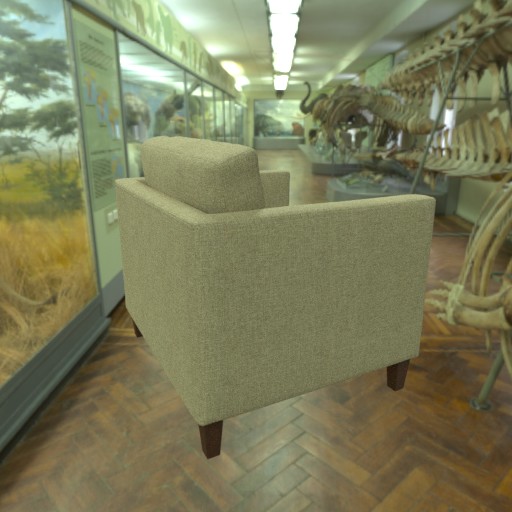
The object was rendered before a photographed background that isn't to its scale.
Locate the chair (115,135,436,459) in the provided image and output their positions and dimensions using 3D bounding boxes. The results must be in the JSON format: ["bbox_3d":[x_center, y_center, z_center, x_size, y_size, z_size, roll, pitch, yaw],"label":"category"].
[{"bbox_3d":[0.000,0.000,1.902,0.959,0.987,1.107,-9,19,-26],"label":"chair"}]
